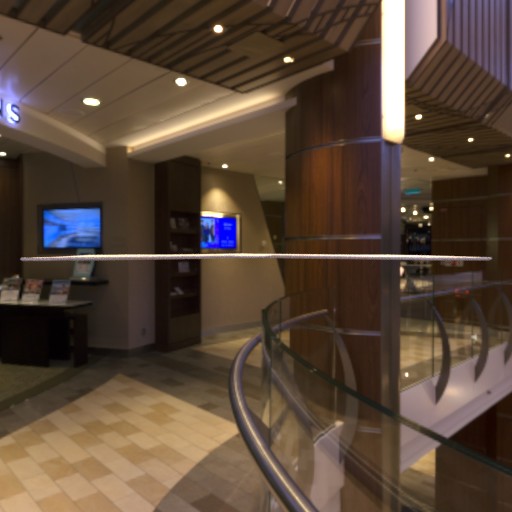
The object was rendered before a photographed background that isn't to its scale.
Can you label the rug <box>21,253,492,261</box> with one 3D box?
[{"bbox_3d":[0.000,0.000,4.252,3.245,0.046,2.467,0,1,0],"label":"rug"}]
